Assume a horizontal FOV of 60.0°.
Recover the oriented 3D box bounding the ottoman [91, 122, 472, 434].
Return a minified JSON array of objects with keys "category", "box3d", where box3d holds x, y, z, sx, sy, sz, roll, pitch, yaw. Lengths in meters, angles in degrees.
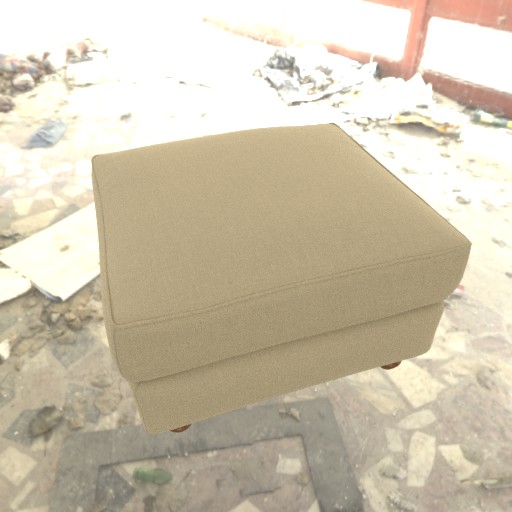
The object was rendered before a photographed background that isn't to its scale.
[{"category":"ottoman","box3d":[0.000,0.000,1.118,0.716,0.505,0.662,-12,41,-14]}]
